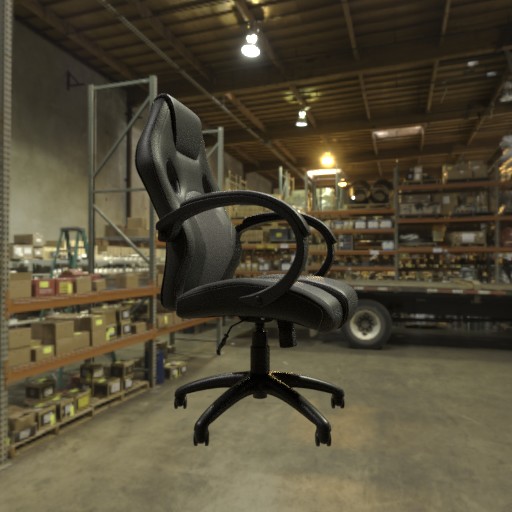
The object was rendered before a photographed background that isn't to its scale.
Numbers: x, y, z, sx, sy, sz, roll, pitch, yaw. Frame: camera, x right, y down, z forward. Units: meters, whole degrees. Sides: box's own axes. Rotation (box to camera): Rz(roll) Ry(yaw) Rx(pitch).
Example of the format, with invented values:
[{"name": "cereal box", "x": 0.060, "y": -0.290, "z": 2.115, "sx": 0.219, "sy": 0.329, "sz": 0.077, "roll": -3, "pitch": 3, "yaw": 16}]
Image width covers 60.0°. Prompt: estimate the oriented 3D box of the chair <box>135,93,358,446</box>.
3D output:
[{"name": "chair", "x": 0.000, "y": 0.000, "z": 1.630, "sx": 0.724, "sy": 1.187, "sz": 0.673, "roll": 0, "pitch": -1, "yaw": 17}]
